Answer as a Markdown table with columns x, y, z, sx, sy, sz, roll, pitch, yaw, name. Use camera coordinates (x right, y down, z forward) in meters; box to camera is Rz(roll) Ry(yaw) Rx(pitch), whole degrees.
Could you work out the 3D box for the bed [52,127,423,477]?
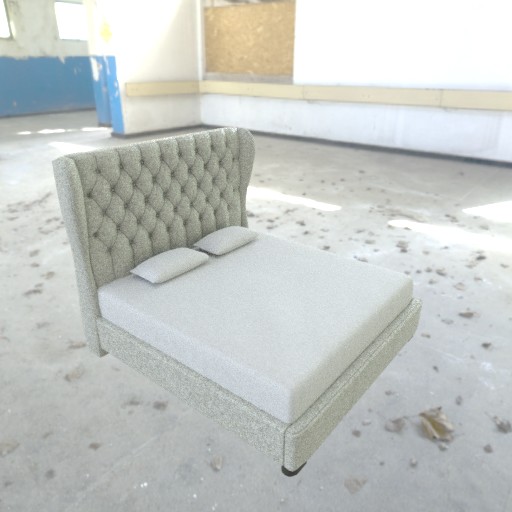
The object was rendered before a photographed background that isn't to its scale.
| x | y | z | sx | sy | sz | roll | pitch | yaw | name |
| --- | --- | --- | --- | --- | --- | --- | --- | --- | --- |
| 0.000 | 0.000 | 3.849 | 2.347 | 1.771 | 2.219 | 18 | 30 | 35 | bed |
